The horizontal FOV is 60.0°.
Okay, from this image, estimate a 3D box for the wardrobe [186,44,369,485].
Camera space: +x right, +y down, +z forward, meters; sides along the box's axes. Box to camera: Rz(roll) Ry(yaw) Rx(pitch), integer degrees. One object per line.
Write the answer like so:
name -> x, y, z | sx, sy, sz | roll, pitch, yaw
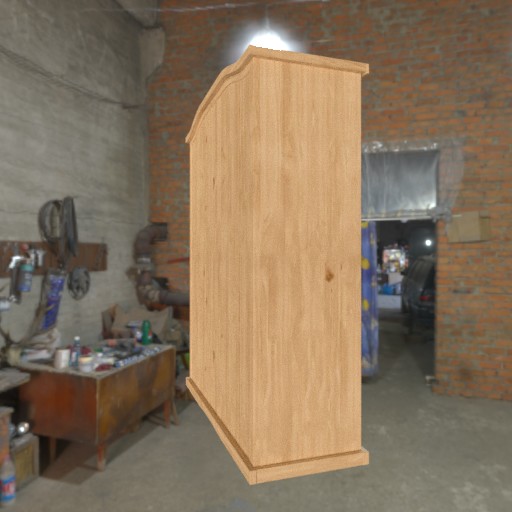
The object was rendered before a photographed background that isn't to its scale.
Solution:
wardrobe -> 0.000, 0.000, 2.608 | 0.570, 1.870, 1.500 | 0, 0, -19
